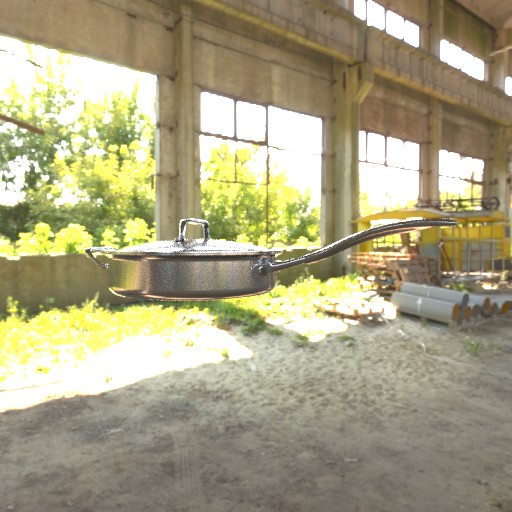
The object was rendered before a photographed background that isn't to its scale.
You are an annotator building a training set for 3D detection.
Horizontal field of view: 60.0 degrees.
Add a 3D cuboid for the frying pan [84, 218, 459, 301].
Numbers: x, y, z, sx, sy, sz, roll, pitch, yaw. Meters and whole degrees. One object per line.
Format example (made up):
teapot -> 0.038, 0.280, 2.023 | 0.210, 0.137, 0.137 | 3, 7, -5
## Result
frying pan -> 0.000, 0.000, 0.668 | 0.561, 0.114, 0.280 | 1, 2, 17
